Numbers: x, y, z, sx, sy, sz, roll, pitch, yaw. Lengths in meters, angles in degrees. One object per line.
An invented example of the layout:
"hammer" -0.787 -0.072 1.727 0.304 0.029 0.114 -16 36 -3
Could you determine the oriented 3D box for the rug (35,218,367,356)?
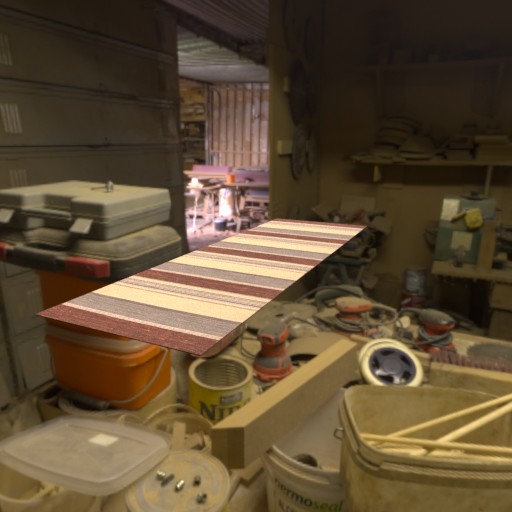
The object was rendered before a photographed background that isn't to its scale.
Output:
"rug" 0.000 0.000 2.678 0.792 0.006 2.437 7 17 25
